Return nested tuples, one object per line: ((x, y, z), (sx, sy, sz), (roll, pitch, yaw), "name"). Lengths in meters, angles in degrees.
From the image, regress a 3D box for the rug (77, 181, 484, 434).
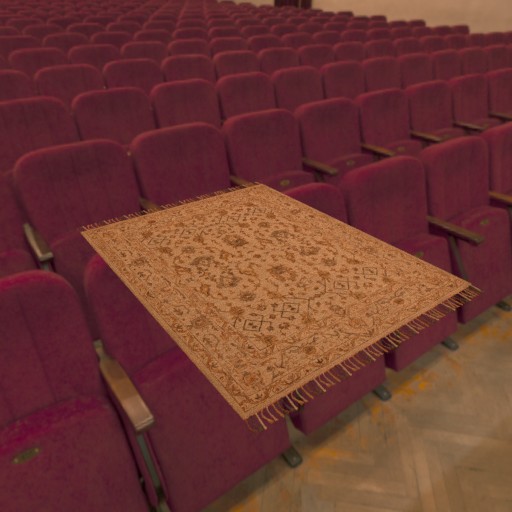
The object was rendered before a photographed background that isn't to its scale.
((0.000, 0.000, 2.251), (1.278, 0.009, 1.726), (-20, 36, -31), "rug")
